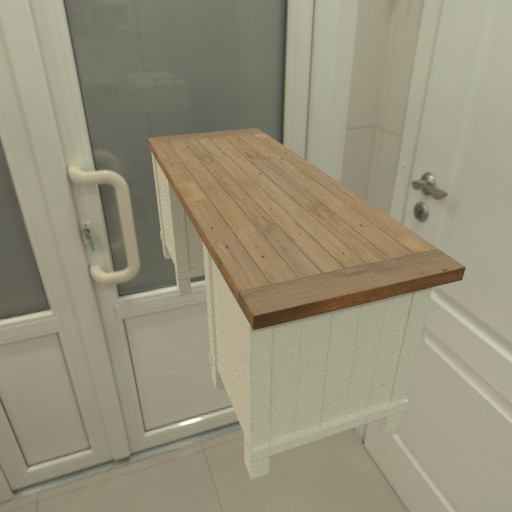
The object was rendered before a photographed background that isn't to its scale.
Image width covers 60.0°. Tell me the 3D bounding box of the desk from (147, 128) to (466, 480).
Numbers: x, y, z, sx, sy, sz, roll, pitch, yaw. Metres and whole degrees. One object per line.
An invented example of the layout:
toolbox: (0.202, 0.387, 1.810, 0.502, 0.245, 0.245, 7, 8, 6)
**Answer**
desk: (0.000, 0.000, 2.165, 0.688, 0.760, 1.803, -11, 32, -18)
